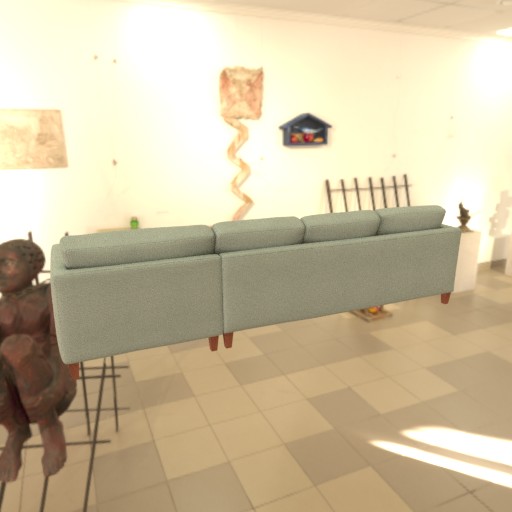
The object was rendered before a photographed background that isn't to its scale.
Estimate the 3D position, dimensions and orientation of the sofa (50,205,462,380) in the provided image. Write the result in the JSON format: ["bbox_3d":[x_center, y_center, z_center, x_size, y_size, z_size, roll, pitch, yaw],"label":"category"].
[{"bbox_3d":[0.000,0.000,4.129,3.471,0.950,1.604,-7,17,-23],"label":"sofa"}]
